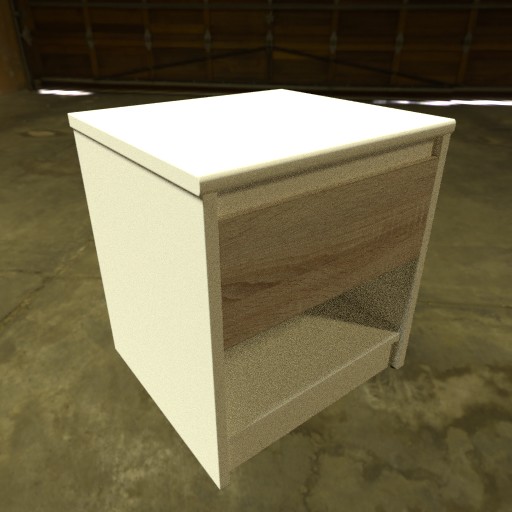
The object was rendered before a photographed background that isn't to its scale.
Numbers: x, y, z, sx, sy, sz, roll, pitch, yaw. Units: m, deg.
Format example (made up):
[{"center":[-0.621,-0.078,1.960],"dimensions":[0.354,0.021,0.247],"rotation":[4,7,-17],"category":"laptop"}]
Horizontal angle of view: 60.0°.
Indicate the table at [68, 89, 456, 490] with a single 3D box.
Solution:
[{"center":[0.000,0.000,0.752],"dimensions":[0.420,0.460,0.380],"rotation":[-20,34,-32],"category":"table"}]
